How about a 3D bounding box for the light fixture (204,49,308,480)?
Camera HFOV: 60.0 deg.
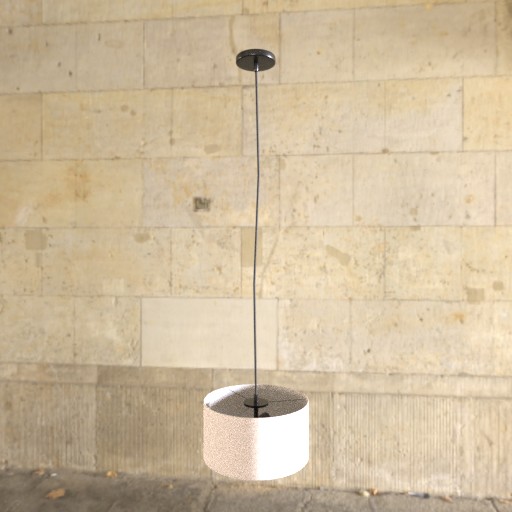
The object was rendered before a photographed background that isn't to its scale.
[{"bbox_3d":[0.000,0.000,1.695,0.399,1.516,0.399,0,0,0],"label":"light fixture"}]
